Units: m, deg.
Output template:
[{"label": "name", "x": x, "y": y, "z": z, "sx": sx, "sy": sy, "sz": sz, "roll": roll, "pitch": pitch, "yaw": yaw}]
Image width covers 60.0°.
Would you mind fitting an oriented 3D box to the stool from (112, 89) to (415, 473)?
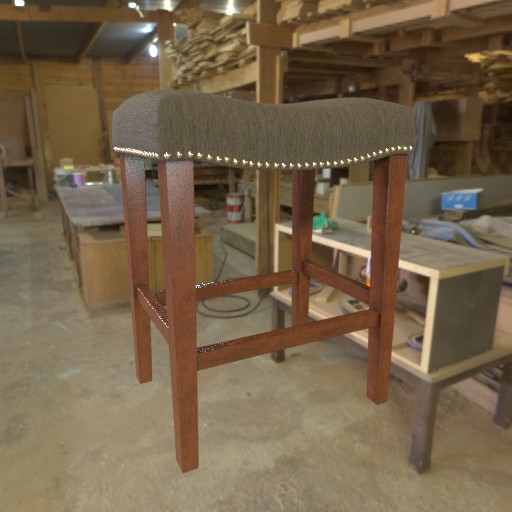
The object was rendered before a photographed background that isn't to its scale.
[{"label": "stool", "x": 0.000, "y": 0.000, "z": 0.958, "sx": 0.504, "sy": 0.654, "sz": 0.372, "roll": -8, "pitch": 17, "yaw": -26}]
